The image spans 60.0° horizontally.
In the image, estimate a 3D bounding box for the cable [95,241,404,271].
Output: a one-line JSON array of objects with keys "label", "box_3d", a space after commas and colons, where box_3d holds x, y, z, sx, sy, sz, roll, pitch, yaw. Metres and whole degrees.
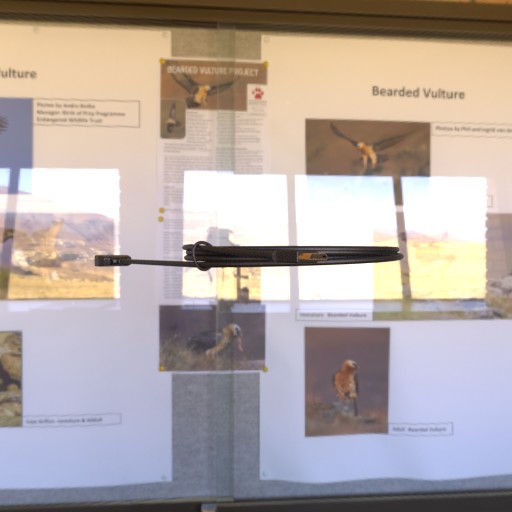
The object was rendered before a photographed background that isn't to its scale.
[{"label": "cable", "box_3d": [0.000, 0.000, 0.527, 0.257, 0.030, 0.422, 0, 1, -36]}]
